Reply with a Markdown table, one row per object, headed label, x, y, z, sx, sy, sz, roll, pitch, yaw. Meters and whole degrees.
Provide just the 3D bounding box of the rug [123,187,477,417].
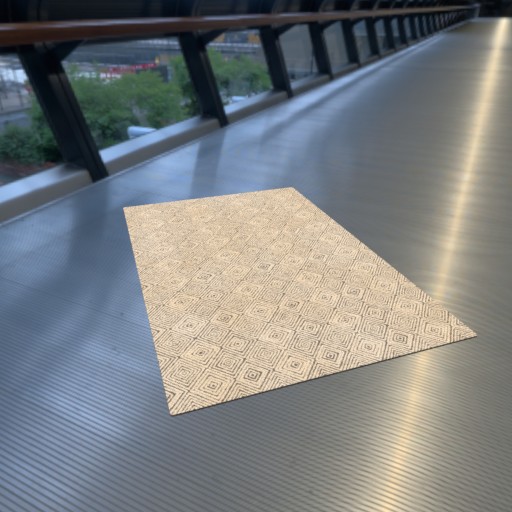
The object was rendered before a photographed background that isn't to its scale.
| label | x | y | z | sx | sy | sz | roll | pitch | yaw |
| --- | --- | --- | --- | --- | --- | --- | --- | --- | --- |
| rug | 0.000 | 0.000 | 2.265 | 1.175 | 0.008 | 1.783 | -9 | 30 | -17 |
